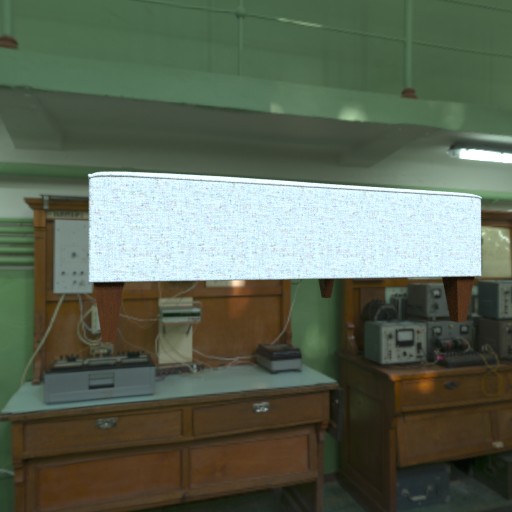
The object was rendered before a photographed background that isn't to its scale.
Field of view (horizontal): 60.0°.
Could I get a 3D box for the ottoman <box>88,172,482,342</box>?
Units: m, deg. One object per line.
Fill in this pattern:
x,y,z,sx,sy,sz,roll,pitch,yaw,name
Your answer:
0.000,0.000,1.214,0.835,0.303,0.736,0,0,-18,ottoman
